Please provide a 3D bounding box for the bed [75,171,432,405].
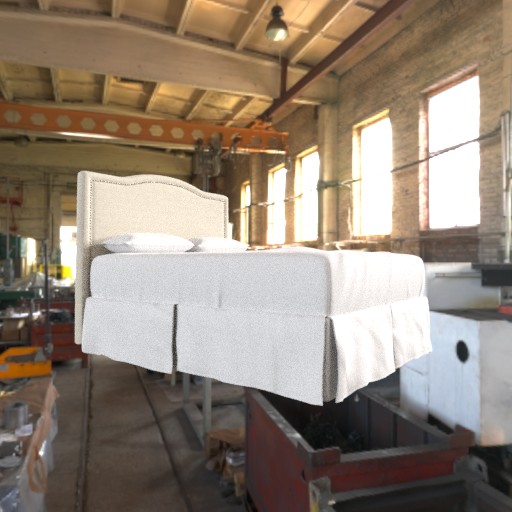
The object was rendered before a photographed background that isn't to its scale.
[{"bbox_3d":[0.000,0.000,3.365,2.196,1.449,1.741,0,-1,37],"label":"bed"}]
